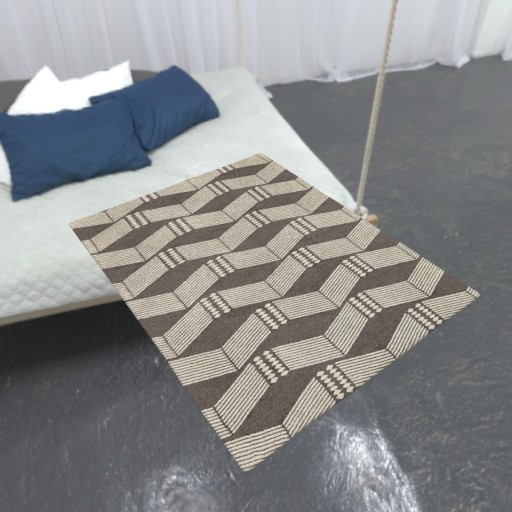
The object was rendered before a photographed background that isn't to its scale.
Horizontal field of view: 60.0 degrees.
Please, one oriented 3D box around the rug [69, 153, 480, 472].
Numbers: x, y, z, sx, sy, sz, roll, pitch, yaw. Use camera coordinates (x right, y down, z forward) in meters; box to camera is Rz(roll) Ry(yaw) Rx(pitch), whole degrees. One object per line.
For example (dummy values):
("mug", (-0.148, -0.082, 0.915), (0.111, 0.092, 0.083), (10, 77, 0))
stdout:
("rug", (0.000, 0.000, 4.082), (2.438, 0.016, 3.048), (-26, 48, -27))
